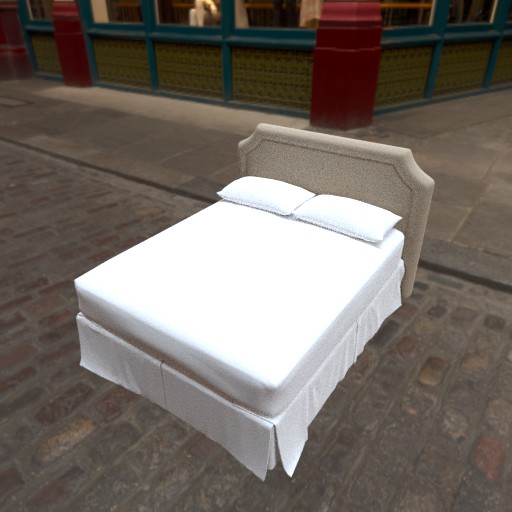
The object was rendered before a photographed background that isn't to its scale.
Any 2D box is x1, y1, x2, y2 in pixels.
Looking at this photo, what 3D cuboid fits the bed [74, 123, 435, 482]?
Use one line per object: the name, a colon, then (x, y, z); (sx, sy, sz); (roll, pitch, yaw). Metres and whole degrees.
bed: (0.000, 0.000, 3.258); (1.828, 1.301, 2.204); (20, 36, 29)
